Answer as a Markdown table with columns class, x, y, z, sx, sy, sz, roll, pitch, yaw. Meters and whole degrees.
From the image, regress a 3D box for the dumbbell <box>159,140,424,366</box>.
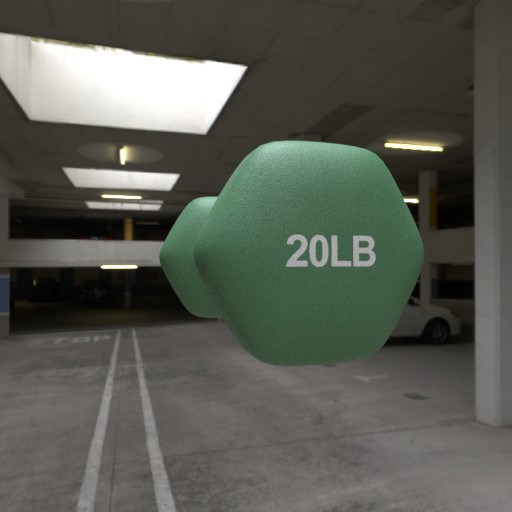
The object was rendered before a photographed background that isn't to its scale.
| class | x | y | z | sx | sy | sz | roll | pitch | yaw |
| --- | --- | --- | --- | --- | --- | --- | --- | --- | --- |
| dumbbell | 0.000 | 0.000 | 0.331 | 0.126 | 0.114 | 0.257 | 0 | -1 | -17 |
